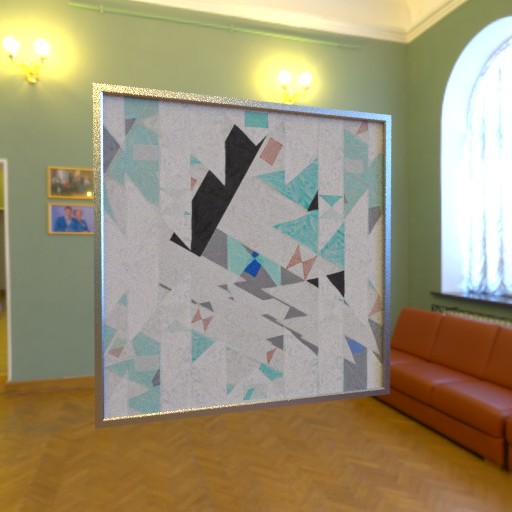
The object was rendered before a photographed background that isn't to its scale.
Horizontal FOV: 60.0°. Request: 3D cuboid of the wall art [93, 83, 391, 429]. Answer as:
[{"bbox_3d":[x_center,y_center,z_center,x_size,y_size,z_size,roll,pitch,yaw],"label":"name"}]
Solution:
[{"bbox_3d":[0.000,0.000,1.176,0.806,0.806,0.038,0,1,-18],"label":"wall art"}]
